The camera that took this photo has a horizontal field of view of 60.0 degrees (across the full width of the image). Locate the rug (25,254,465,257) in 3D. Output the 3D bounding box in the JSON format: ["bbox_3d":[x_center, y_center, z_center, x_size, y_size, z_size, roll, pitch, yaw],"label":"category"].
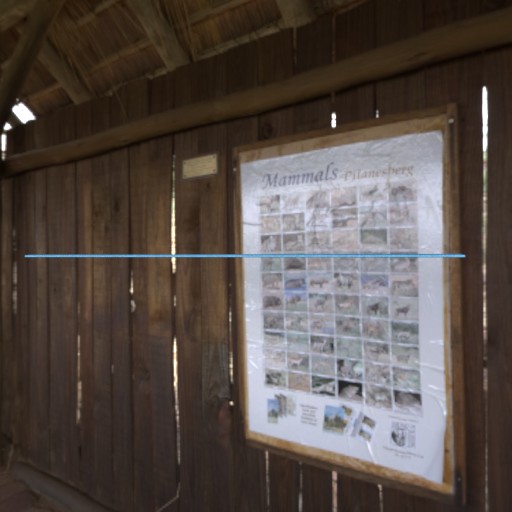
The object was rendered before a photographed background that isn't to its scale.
[{"bbox_3d":[0.000,0.000,3.516,2.769,0.018,1.830,0,0,17],"label":"rug"}]
